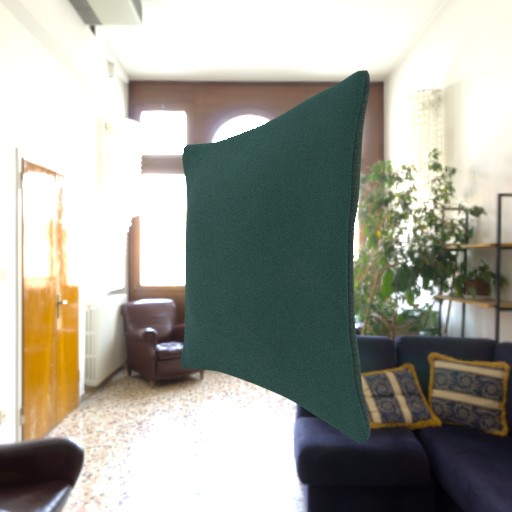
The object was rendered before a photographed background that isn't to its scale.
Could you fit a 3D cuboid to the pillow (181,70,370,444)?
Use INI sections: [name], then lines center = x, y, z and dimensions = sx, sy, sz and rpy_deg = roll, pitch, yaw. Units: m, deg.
[pillow]
center = 0.000, 0.000, 0.663
dimensions = 0.151, 0.415, 0.433
rpy_deg = 0, 0, -37
